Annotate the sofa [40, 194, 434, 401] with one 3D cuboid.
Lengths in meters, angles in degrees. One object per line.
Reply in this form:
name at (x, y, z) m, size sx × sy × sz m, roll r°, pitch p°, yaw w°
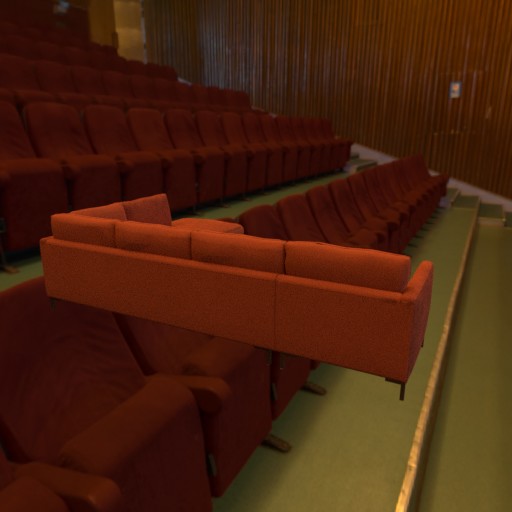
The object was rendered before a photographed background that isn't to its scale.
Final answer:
sofa at (0.000, 0.000, 3.553) m, size 2.736 × 0.757 × 1.879 m, roll 8°, pitch 18°, yaw 26°
